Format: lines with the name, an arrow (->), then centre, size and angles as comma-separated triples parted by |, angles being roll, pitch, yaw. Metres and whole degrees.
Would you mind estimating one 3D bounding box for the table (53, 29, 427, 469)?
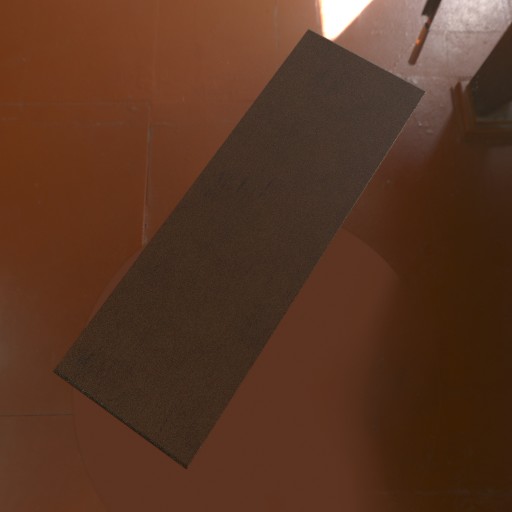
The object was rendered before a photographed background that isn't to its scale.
table -> 0.000, 0.000, 1.539 | 0.399, 0.763, 1.197 | 32, 77, 8
